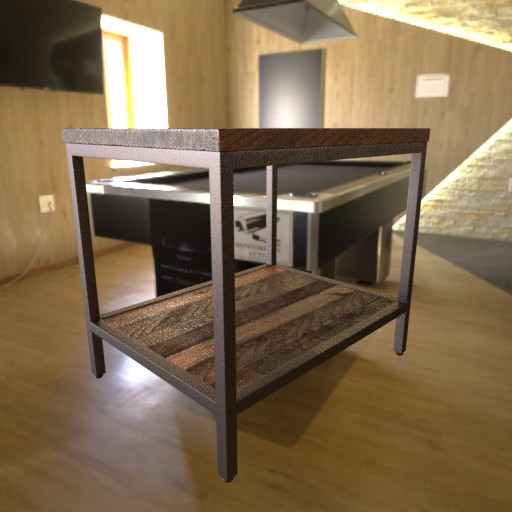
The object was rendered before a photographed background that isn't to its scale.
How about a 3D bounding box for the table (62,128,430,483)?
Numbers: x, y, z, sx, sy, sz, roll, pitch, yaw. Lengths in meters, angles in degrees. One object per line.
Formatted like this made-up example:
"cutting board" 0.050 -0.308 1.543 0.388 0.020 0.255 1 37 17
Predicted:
"table" 0.000 0.000 1.105 0.524 0.612 0.678 15 22 42
